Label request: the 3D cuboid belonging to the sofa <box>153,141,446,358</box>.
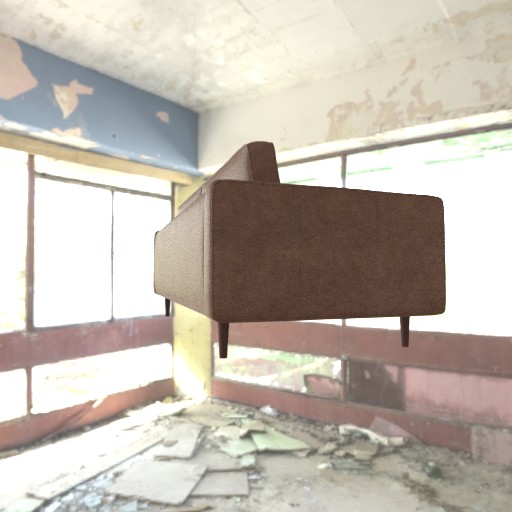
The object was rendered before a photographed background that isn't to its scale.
[{"bbox_3d":[0.000,0.000,2.364,0.910,0.760,1.870,1,-2,-18],"label":"sofa"}]
